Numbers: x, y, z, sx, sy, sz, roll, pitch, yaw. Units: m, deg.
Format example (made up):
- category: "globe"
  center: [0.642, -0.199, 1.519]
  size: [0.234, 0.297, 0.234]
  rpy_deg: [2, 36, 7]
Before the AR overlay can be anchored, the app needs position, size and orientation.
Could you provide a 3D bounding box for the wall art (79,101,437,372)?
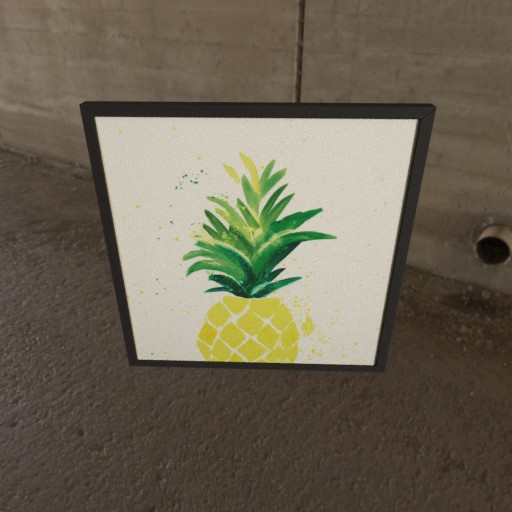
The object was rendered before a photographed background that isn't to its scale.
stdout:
- category: "wall art"
  center: [0.000, 0.000, 1.150]
  size: [0.762, 0.760, 0.037]
  rpy_deg: [1, 30, 2]
